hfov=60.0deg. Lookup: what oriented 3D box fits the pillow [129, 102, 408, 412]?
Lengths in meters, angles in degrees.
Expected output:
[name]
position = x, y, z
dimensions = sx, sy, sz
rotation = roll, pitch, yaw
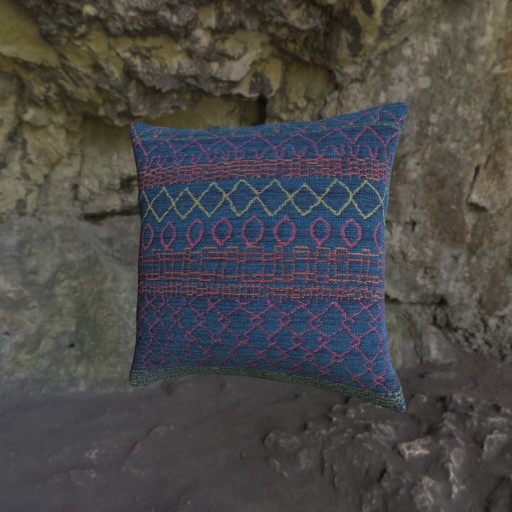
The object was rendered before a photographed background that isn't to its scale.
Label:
[pillow]
position = 0.000, 0.000, 0.666
dimensions = 0.431, 0.431, 0.141
rotation = 0, 1, 17
